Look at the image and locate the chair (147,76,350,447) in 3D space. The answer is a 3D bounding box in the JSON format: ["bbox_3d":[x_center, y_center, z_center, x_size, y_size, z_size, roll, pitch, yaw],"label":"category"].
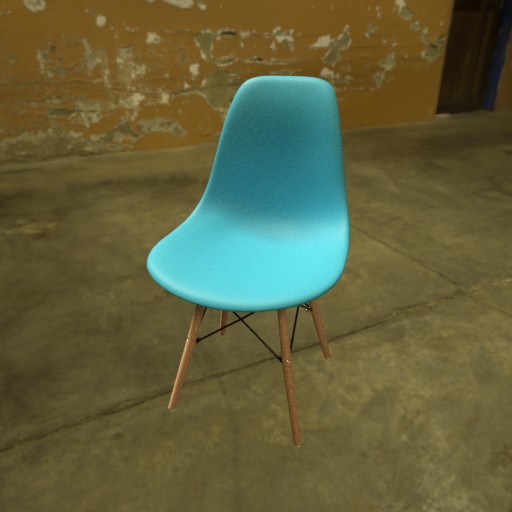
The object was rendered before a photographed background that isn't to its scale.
[{"bbox_3d":[0.000,0.000,1.144,0.470,0.826,0.531,9,28,17],"label":"chair"}]
